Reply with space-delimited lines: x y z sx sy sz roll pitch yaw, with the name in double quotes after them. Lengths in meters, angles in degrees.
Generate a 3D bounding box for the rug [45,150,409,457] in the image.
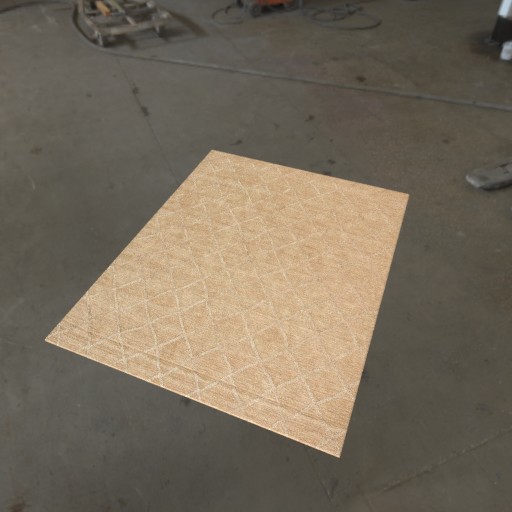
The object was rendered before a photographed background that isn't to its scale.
0.000 0.000 4.221 2.420 0.019 3.039 16 47 15 "rug"
